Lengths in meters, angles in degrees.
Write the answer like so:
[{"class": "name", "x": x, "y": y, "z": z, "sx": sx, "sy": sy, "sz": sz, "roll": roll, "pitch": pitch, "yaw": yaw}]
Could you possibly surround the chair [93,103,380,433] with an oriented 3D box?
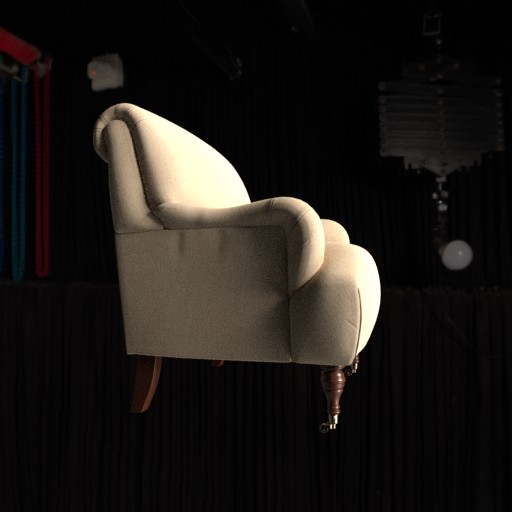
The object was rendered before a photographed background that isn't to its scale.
[{"class": "chair", "x": 0.000, "y": 0.000, "z": 1.562, "sx": 0.842, "sy": 0.944, "sz": 0.766, "roll": 0, "pitch": -1, "yaw": 18}]
